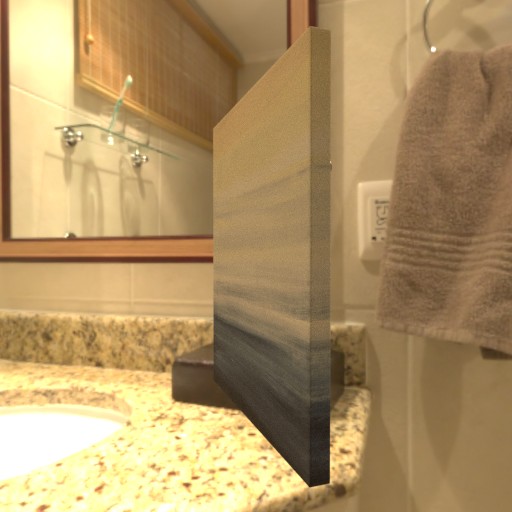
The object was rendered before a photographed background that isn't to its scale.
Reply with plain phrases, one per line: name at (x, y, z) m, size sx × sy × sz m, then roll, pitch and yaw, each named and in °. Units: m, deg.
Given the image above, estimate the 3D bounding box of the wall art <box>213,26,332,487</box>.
wall art at (0.000, 0.000, 0.970) m, size 0.041 × 0.710 × 0.608 m, roll 0°, pitch 1°, yaw -20°
